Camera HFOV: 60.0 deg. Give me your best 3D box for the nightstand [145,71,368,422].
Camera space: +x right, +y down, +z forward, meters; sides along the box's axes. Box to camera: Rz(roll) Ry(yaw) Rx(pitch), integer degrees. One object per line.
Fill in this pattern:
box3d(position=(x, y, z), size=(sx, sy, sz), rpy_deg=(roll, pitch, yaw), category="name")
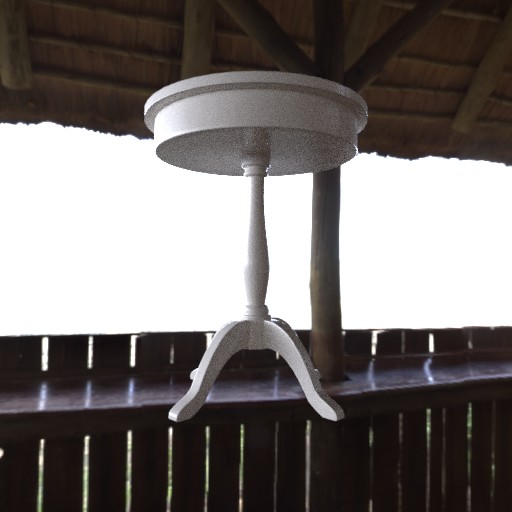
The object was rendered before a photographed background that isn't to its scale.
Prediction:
box3d(position=(0.000, 0.000, 1.041), size=(0.513, 0.653, 0.513), rpy_deg=(1, -2, -37), category="nightstand")
